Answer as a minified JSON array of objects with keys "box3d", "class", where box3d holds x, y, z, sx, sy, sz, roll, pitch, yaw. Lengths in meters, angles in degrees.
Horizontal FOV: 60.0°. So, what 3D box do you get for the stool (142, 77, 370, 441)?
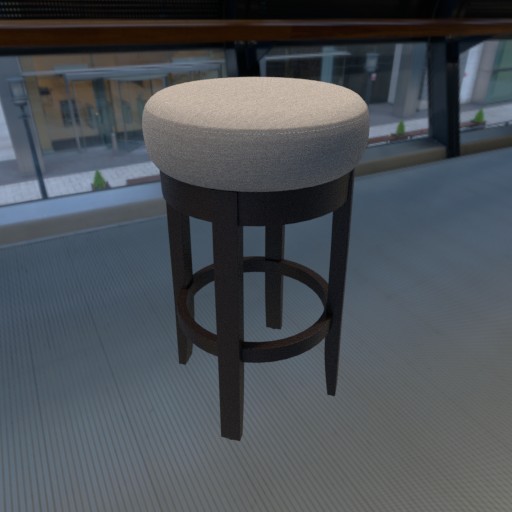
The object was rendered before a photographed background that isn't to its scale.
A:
[{"box3d":[0.000,0.000,1.039,0.443,0.757,0.443,0,30,0],"class":"stool"}]
